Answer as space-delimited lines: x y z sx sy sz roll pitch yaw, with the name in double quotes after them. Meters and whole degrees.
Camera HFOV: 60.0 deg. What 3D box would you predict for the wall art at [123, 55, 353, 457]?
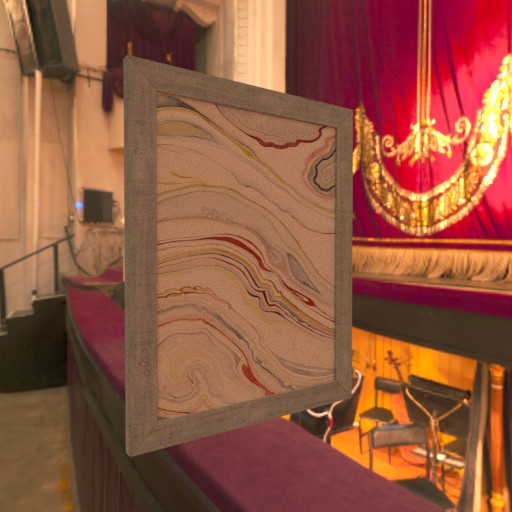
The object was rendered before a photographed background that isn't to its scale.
0.000 0.000 0.817 0.481 0.613 0.020 -1 1 -34 "wall art"
